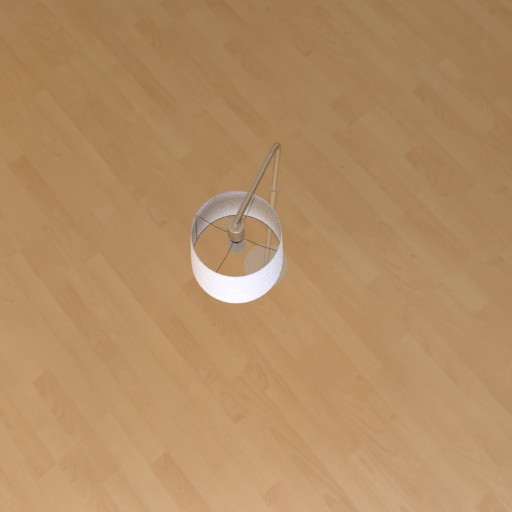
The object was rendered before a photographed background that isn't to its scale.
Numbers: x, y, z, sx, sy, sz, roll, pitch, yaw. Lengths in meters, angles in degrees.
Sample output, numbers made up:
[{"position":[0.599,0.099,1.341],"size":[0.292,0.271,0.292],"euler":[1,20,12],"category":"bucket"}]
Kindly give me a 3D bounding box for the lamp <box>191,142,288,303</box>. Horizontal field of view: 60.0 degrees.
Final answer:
[{"position":[0.000,0.000,1.711],"size":[0.254,1.478,0.508],"euler":[24,78,6],"category":"lamp"}]
